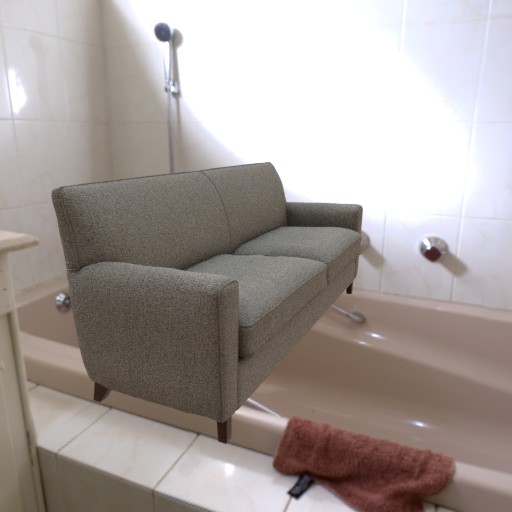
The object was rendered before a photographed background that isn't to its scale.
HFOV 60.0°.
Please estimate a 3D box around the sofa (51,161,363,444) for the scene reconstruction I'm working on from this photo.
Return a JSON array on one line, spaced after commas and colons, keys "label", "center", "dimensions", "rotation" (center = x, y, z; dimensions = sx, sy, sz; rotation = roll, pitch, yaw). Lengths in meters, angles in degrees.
[{"label": "sofa", "center": [0.000, 0.000, 2.519], "dimensions": [0.854, 0.942, 2.026], "rotation": [7, 17, 25]}]
